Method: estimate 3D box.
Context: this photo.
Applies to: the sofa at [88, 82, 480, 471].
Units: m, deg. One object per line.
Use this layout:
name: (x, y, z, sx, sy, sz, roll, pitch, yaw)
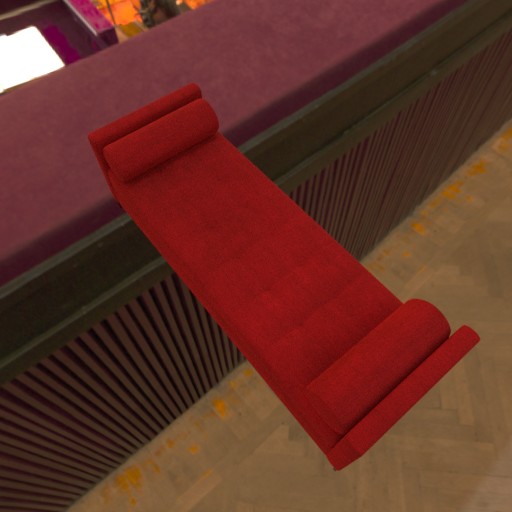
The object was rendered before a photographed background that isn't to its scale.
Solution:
sofa: (0.000, 0.000, 2.272, 0.686, 0.635, 1.981, -35, 65, -19)
